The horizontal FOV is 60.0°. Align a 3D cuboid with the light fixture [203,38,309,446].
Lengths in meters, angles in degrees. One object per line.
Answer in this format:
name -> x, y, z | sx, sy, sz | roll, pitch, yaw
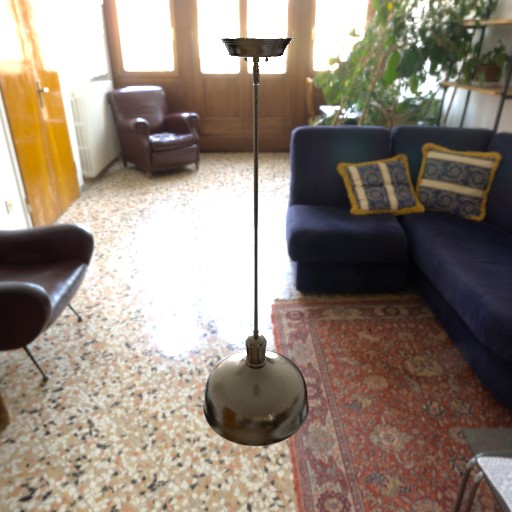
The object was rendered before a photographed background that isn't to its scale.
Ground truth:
light fixture -> 0.000, 0.000, 1.059 | 0.299, 0.935, 0.299 | -19, 32, -33
